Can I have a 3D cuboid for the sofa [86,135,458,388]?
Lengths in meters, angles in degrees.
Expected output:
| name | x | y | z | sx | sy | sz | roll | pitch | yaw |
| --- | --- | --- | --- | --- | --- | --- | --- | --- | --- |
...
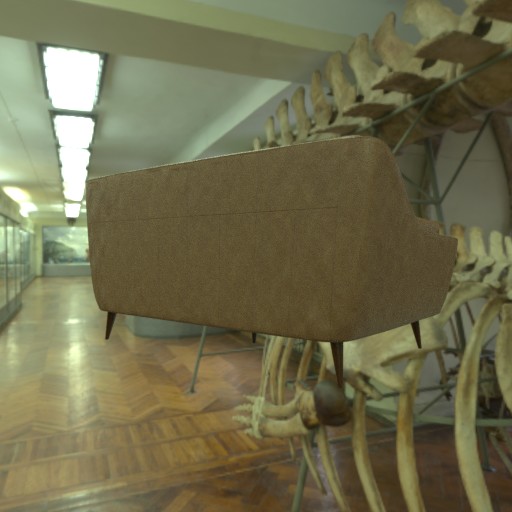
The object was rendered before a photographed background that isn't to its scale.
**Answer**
| name | x | y | z | sx | sy | sz | roll | pitch | yaw |
| --- | --- | --- | --- | --- | --- | --- | --- | --- | --- |
| sofa | 0.000 | 0.000 | 2.263 | 1.731 | 0.886 | 0.981 | 1 | 1 | 37 |
